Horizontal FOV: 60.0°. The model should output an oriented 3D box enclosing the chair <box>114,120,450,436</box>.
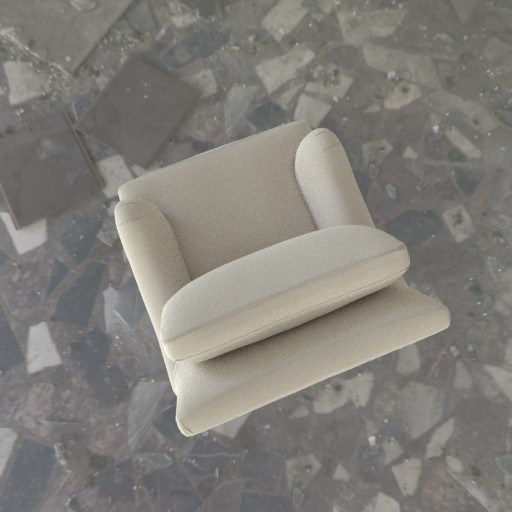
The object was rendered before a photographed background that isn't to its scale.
[{"bbox_3d":[0.000,0.000,1.867,0.955,1.038,1.070,-21,77,-5],"label":"chair"}]
